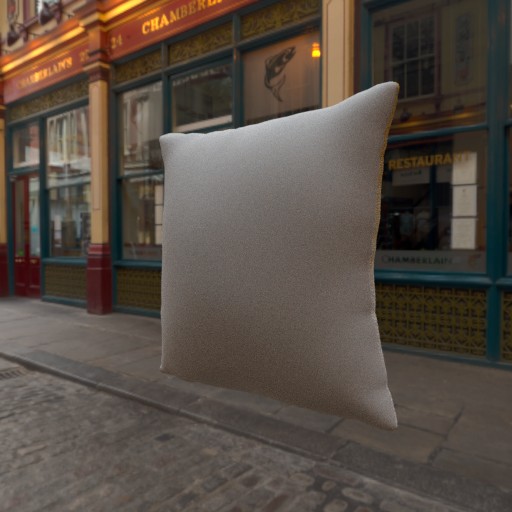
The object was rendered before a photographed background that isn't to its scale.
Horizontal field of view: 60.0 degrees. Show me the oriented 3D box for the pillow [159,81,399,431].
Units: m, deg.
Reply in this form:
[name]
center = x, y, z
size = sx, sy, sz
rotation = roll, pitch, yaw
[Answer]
[pillow]
center = 0.000, 0.000, 0.699
size = 0.450, 0.450, 0.211
rotation = 1, 1, 36
